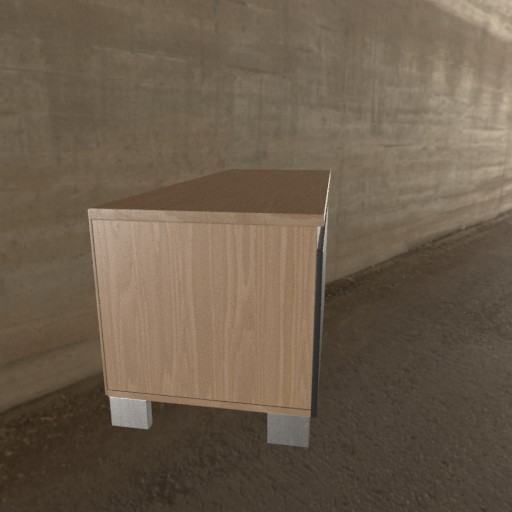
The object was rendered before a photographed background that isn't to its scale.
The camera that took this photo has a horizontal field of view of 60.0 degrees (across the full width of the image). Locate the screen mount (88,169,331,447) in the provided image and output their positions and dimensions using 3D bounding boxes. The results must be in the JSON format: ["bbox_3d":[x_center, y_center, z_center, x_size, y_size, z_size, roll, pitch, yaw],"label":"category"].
[{"bbox_3d":[0.000,0.000,1.302,0.406,0.432,1.084,2,15,9],"label":"screen mount"}]
